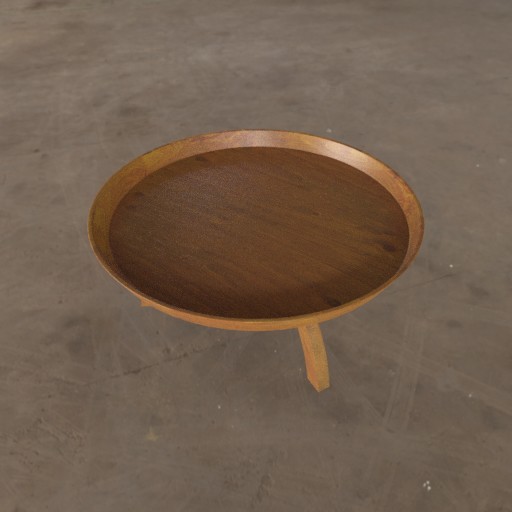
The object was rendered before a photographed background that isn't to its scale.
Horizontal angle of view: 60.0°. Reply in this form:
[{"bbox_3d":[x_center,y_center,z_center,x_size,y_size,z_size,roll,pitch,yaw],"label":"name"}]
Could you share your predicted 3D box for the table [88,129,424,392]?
[{"bbox_3d":[0.000,0.000,1.542,1.016,0.470,1.016,0,41,0],"label":"table"}]
